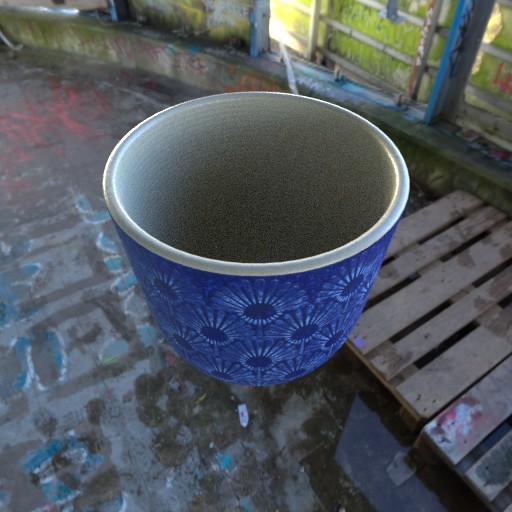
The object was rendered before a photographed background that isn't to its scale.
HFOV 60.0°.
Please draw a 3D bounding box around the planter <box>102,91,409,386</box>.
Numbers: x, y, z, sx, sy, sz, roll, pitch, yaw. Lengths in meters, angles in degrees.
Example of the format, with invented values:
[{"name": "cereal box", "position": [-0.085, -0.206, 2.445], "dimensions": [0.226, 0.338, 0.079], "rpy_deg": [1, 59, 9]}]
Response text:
[{"name": "planter", "position": [0.000, 0.000, 0.373], "dimensions": [0.206, 0.190, 0.206], "rpy_deg": [0, 46, 0]}]
